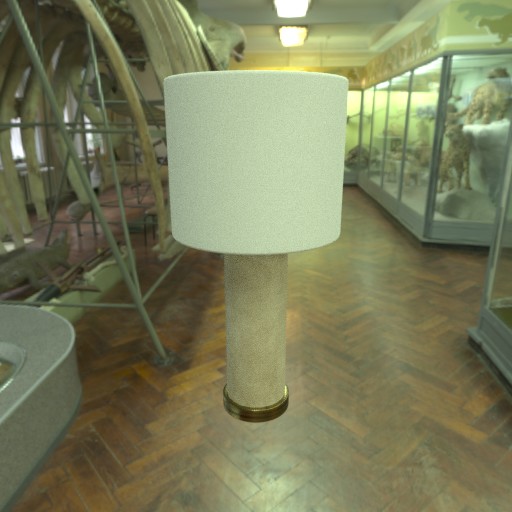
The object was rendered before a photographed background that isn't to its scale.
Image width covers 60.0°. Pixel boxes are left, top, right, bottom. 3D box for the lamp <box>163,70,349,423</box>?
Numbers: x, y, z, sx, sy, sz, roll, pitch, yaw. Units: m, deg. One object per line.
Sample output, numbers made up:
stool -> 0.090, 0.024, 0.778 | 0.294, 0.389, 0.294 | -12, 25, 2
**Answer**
lamp -> 0.000, 0.000, 0.832 | 0.305, 0.634, 0.305 | -8, 18, -25
